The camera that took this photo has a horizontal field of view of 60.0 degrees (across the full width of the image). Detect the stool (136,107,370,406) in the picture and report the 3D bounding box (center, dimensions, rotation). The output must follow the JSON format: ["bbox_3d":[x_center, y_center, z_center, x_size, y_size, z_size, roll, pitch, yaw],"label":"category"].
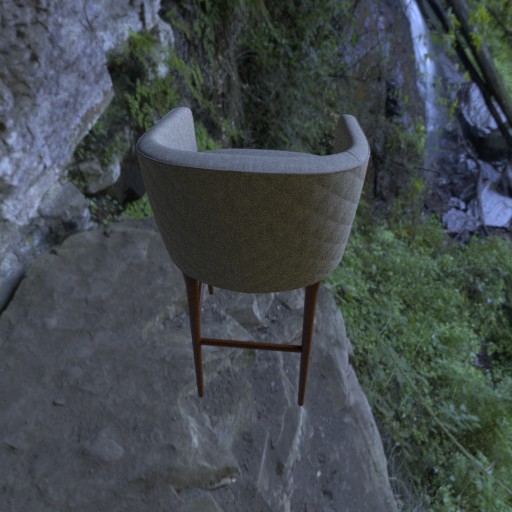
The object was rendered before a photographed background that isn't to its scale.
[{"bbox_3d":[0.000,0.000,1.423,0.559,1.078,0.607,4,46,4],"label":"stool"}]
